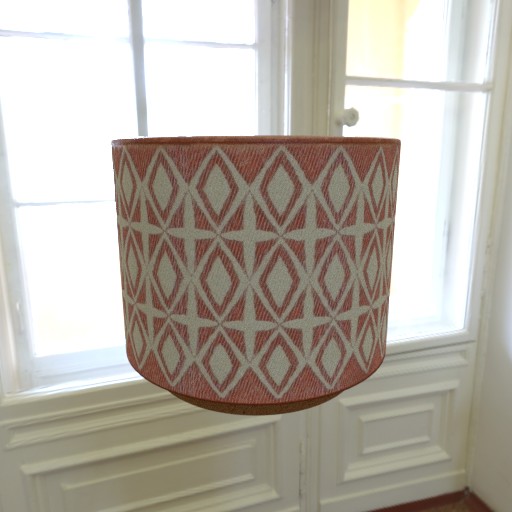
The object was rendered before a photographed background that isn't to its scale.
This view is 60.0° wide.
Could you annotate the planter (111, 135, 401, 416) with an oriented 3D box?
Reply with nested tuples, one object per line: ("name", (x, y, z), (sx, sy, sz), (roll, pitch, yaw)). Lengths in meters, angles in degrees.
("planter", (0.000, 0.000, 0.465), (0.273, 0.237, 0.273), (0, 14, 0))
